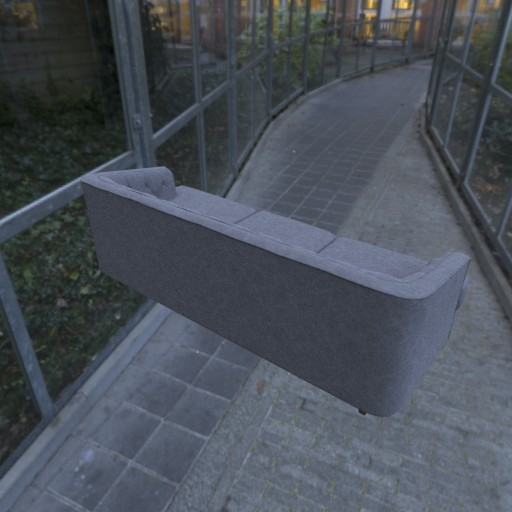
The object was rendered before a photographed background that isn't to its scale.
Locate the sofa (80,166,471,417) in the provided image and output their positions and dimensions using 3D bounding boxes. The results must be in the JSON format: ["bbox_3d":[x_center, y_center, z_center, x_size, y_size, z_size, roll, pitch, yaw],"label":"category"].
[{"bbox_3d":[0.000,0.000,2.683,2.247,0.806,0.917,21,36,32],"label":"sofa"}]
